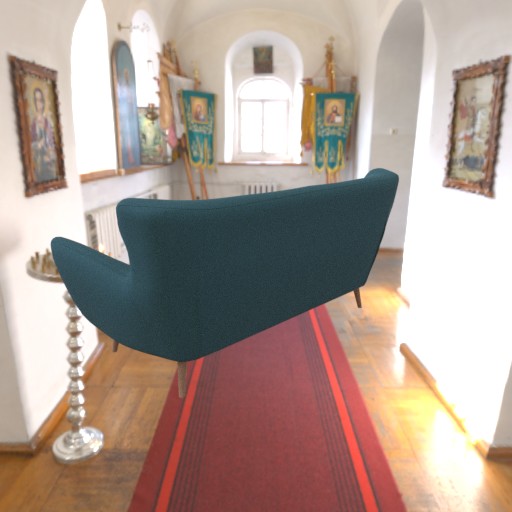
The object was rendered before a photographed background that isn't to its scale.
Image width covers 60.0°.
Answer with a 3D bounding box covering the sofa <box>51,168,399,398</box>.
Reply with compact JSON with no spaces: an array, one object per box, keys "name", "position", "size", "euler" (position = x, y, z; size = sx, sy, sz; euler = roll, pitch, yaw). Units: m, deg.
[{"name":"sofa","position":[0.000,0.000,2.482],"size":[1.930,0.890,0.889],"euler":[-16,22,-43]}]
